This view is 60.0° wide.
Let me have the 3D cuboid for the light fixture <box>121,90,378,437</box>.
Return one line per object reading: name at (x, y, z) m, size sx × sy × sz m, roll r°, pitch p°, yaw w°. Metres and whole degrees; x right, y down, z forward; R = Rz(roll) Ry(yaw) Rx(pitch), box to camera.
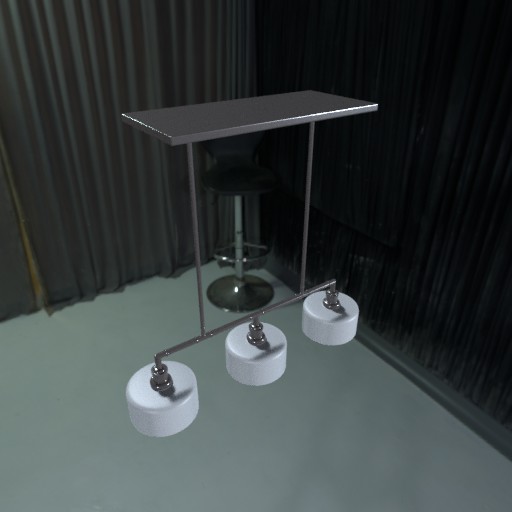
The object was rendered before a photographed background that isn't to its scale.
light fixture at (0.000, 0.000, 0.866) m, size 0.582 × 0.557 × 0.177 m, roll -19°, pitch 34°, yaw -30°
